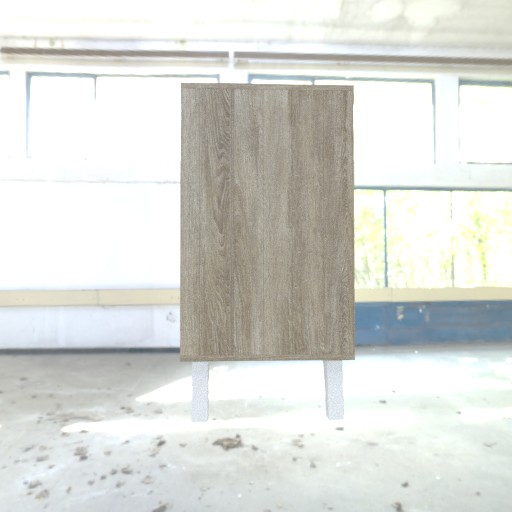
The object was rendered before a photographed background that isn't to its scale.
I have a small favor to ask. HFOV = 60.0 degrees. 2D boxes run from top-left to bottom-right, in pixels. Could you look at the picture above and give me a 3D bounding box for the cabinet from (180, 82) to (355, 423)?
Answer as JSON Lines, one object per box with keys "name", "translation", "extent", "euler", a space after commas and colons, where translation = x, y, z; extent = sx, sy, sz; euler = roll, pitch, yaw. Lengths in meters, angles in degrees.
{"name": "cabinet", "translation": [0.000, 0.000, 1.939], "extent": [0.450, 0.870, 1.600], "euler": [0, -1, -2]}
